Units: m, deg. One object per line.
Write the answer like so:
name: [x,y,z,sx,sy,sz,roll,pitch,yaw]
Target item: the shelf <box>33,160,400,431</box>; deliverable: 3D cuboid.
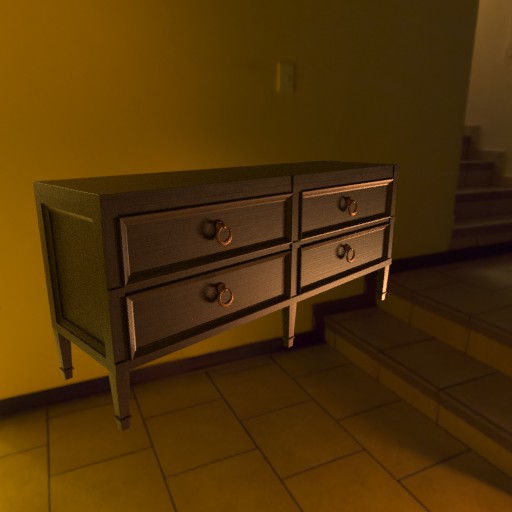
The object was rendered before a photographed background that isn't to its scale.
shelf: [0.000,0.000,1.910,0.479,0.719,1.575,15,21,43]
